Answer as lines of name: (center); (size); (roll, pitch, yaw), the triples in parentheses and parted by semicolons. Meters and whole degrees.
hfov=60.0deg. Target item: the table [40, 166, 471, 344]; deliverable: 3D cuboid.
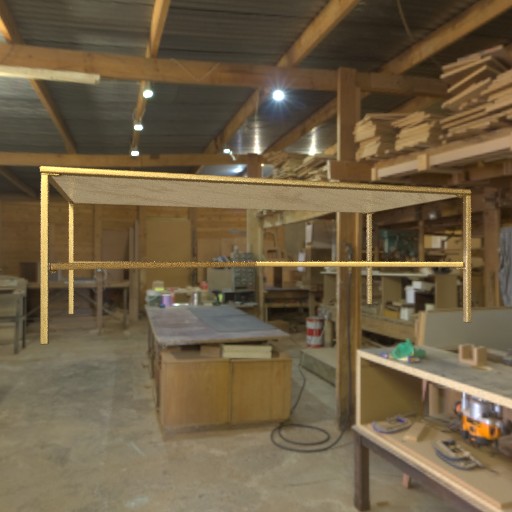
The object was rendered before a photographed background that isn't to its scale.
table: (0.000, 0.000, 1.452); (1.197, 0.405, 0.577); (0, 0, -17)
